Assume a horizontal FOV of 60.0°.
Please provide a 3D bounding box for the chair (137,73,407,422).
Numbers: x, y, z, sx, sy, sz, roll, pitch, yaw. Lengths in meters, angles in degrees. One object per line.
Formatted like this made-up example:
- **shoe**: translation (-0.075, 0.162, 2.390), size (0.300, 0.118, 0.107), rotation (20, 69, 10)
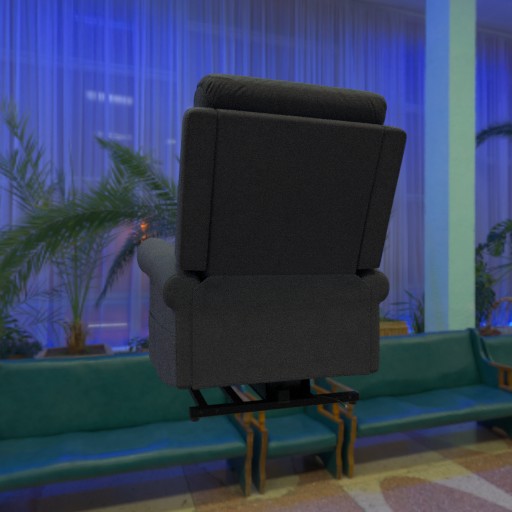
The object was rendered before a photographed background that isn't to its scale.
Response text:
- **chair**: translation (0.000, 0.000, 1.714), size (0.871, 1.031, 0.979), rotation (0, 0, -17)
